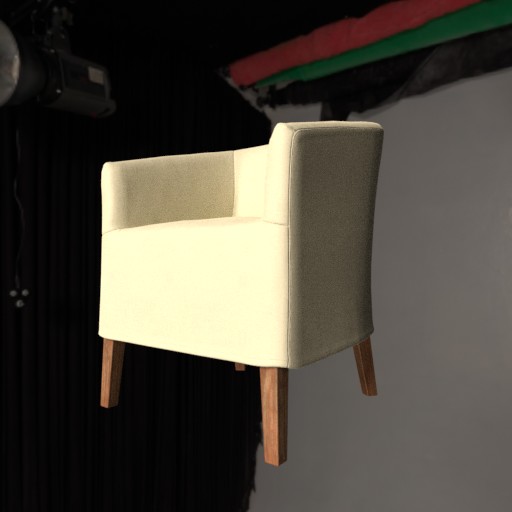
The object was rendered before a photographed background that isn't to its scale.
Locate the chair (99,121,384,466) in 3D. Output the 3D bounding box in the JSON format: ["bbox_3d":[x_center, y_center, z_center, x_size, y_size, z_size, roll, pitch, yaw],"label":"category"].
[{"bbox_3d":[0.000,0.000,1.288,0.643,0.822,0.657,0,-1,37],"label":"chair"}]
